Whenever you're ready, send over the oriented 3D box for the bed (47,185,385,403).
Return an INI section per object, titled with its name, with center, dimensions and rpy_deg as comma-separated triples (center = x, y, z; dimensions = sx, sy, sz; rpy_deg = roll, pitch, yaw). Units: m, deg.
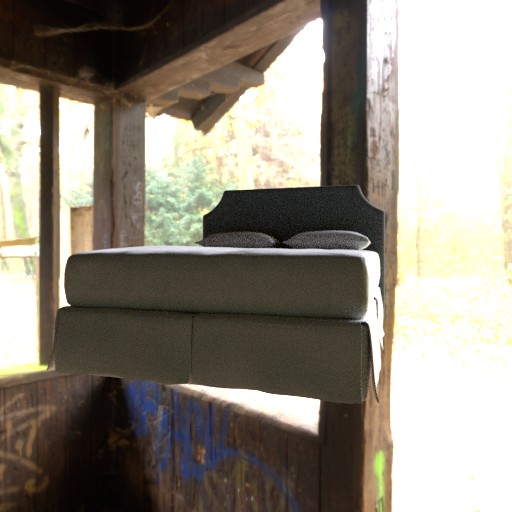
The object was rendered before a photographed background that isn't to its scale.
[bed]
center = 0.000, 0.000, 3.263
dimensions = 1.811, 1.296, 2.259
rpy_deg = 0, 1, 17
